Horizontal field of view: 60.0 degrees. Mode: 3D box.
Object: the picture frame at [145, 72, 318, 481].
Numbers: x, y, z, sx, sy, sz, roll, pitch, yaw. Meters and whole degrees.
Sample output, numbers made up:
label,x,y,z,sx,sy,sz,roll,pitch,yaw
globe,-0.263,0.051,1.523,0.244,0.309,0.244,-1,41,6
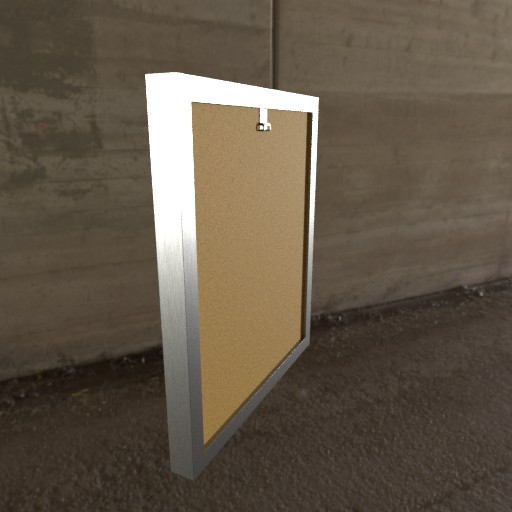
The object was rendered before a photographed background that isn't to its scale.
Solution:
label,x,y,z,sx,sy,sz,roll,pitch,yaw
picture frame,0.000,0.000,1.368,0.073,0.968,0.839,8,18,26
